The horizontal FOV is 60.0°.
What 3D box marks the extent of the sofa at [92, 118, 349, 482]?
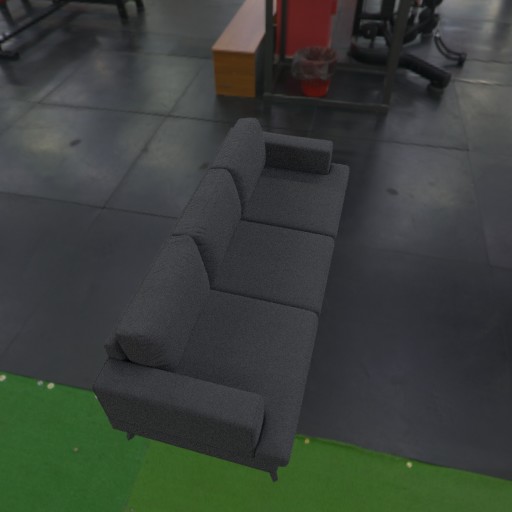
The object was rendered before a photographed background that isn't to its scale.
[{"bbox_3d":[0.000,0.000,2.776,0.920,0.810,2.310,11,47,10],"label":"sofa"}]
